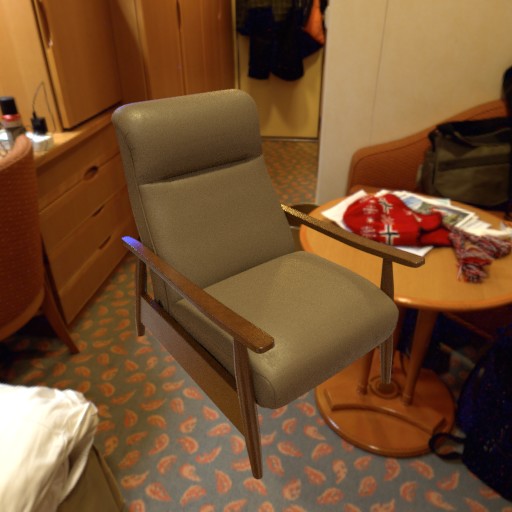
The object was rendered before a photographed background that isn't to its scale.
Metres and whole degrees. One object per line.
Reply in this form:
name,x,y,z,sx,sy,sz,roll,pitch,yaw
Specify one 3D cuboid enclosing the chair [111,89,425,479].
chair,0.000,0.000,1.765,0.762,1.082,1.014,-22,37,-32
